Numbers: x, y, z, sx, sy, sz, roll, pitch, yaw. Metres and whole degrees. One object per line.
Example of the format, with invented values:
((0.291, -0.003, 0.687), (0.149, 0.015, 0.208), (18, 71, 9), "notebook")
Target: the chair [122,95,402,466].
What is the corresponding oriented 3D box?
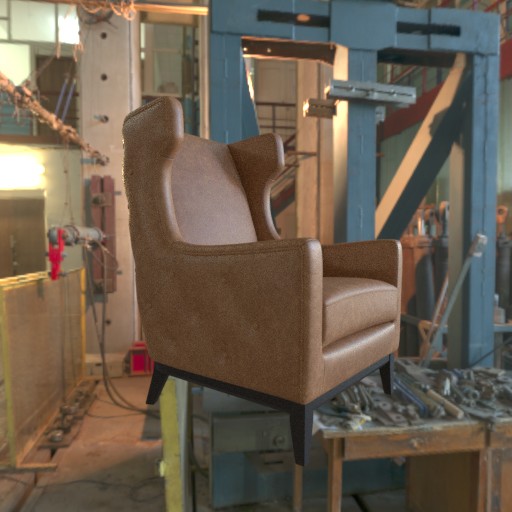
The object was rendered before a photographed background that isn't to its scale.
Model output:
((0.000, 0.000, 1.674), (0.899, 1.079, 0.766), (1, 3, 36), "chair")
